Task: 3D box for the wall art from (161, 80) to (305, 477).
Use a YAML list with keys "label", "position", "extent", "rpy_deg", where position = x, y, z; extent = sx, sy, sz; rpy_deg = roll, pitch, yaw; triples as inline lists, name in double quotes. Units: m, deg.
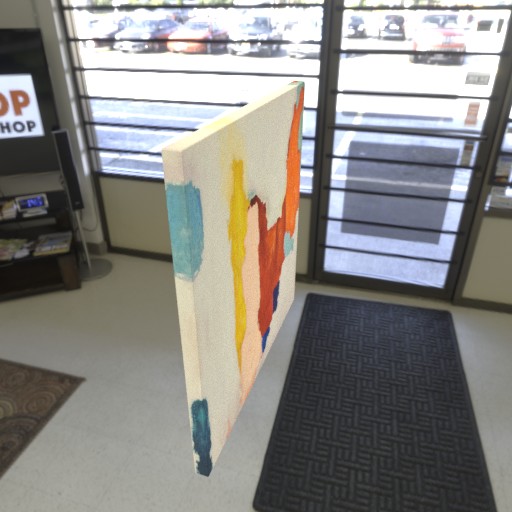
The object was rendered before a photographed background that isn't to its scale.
- label: "wall art"
  position: [0.000, 0.000, 1.234]
  extent: [0.037, 0.814, 0.814]
  rpy_deg: [10, 31, 17]
